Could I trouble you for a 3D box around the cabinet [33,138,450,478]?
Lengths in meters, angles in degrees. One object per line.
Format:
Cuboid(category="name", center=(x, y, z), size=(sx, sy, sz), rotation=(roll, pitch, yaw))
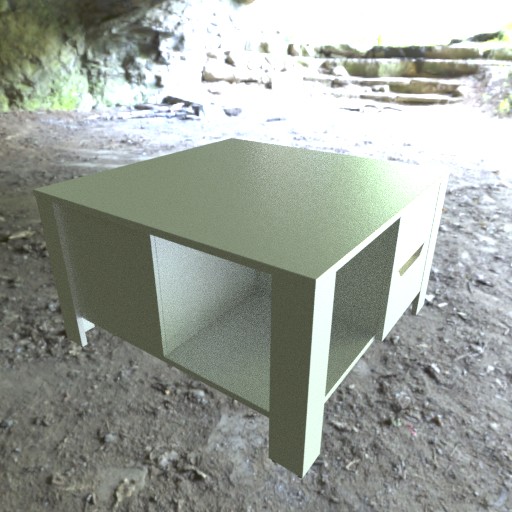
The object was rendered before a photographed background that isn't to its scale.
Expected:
Cuboid(category="cabinet", center=(0.000, 0.000, 1.290), size=(0.800, 0.460, 0.800), rotation=(17, 31, 31))
